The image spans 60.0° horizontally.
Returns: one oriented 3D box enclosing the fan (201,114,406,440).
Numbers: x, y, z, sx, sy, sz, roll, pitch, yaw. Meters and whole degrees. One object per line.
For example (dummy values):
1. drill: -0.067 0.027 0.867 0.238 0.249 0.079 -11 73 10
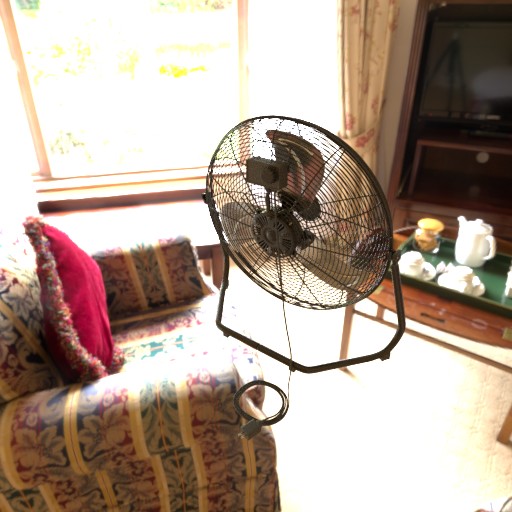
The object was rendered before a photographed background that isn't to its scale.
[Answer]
1. fan: 0.000 0.000 0.936 0.555 0.546 0.424 21 36 32
